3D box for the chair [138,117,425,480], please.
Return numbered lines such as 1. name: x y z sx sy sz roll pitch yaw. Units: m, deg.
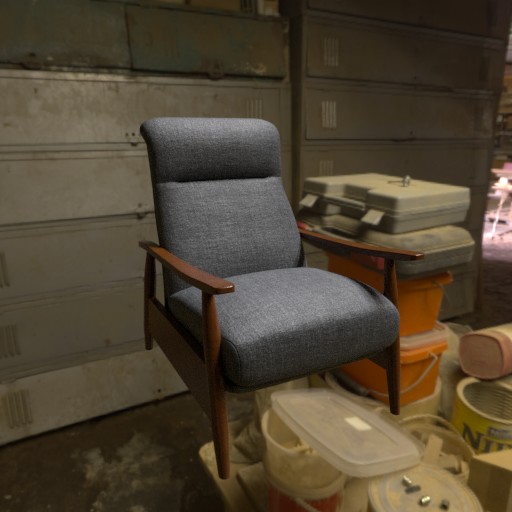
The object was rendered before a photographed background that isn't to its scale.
1. chair: 0.000 0.000 1.779 0.762 1.082 1.030 -8 18 -26
